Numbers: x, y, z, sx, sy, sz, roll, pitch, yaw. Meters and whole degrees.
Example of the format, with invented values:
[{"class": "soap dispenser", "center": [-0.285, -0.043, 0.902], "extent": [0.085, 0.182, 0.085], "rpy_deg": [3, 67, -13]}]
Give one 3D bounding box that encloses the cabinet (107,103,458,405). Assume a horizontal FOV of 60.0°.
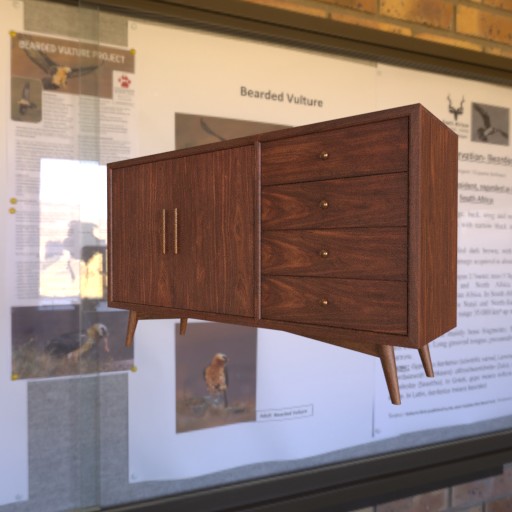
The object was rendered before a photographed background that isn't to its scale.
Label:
[{"class": "cabinet", "center": [0.000, 0.000, 1.992], "extent": [1.575, 0.940, 0.505], "rpy_deg": [1, 1, 37]}]
